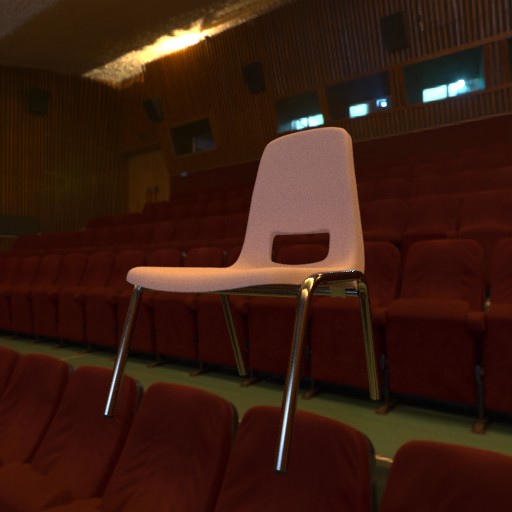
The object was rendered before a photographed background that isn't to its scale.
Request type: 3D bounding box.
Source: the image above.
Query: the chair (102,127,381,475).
[{"bbox_3d":[0.000,0.000,0.786,0.354,0.537,0.385,-1,-1,36],"label":"chair"}]
